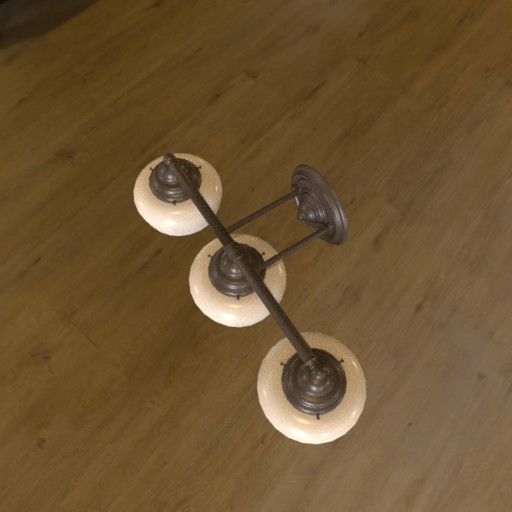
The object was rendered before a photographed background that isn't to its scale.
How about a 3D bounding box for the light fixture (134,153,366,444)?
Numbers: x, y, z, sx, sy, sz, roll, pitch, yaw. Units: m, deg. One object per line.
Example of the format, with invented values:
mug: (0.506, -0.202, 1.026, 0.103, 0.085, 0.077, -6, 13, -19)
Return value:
light fixture: (0.000, 0.000, 0.721, 0.239, 0.242, 0.587, -30, 67, -14)
